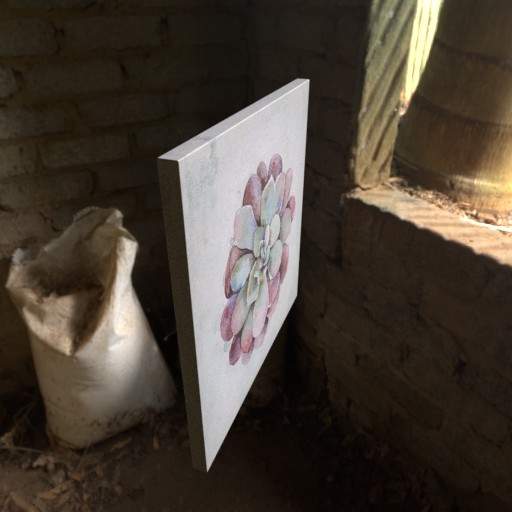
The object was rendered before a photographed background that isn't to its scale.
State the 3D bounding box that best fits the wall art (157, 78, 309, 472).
[{"bbox_3d":[0.000,0.000,1.165,0.041,0.762,0.762,11,33,18],"label":"wall art"}]
